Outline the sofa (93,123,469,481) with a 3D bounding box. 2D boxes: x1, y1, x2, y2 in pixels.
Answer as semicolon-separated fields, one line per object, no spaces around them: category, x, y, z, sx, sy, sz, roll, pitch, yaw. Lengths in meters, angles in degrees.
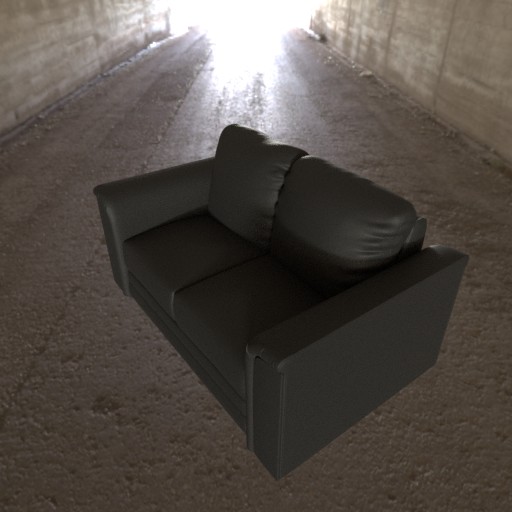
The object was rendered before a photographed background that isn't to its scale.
sofa;0.000;0.000;1.925;0.887;0.845;1.386;-22;39;-30
